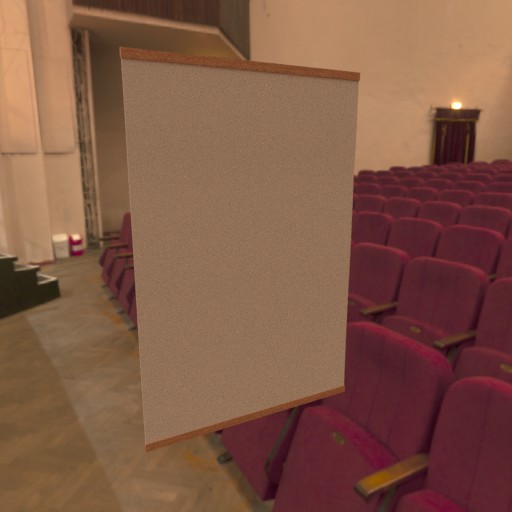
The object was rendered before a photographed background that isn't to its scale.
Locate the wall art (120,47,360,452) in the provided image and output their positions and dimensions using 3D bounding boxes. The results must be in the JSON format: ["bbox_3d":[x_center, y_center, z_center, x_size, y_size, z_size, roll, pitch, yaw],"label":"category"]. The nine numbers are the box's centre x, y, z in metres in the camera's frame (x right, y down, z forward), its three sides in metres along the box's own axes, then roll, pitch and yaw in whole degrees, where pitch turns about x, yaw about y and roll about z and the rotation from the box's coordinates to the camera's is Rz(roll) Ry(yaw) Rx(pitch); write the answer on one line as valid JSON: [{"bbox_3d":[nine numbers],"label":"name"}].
[{"bbox_3d":[0.000,0.000,1.865,1.019,1.527,0.019,-7,15,-27],"label":"wall art"}]
